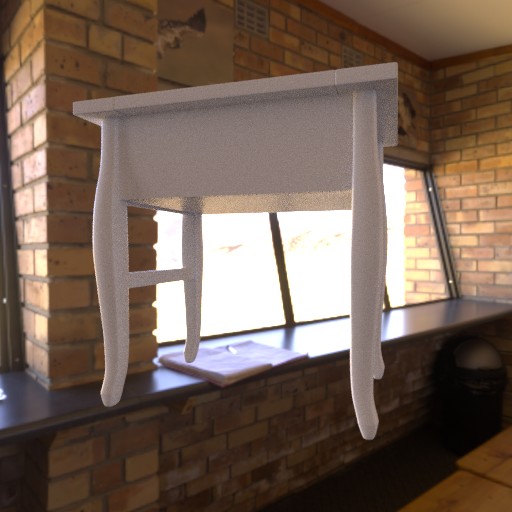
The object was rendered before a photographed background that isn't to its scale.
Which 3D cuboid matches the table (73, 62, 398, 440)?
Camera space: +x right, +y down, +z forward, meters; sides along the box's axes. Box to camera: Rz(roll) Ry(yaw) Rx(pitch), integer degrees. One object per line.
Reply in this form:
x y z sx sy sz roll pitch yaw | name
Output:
0.000 0.000 0.990 0.599 0.605 0.463 0 1 18 | table
